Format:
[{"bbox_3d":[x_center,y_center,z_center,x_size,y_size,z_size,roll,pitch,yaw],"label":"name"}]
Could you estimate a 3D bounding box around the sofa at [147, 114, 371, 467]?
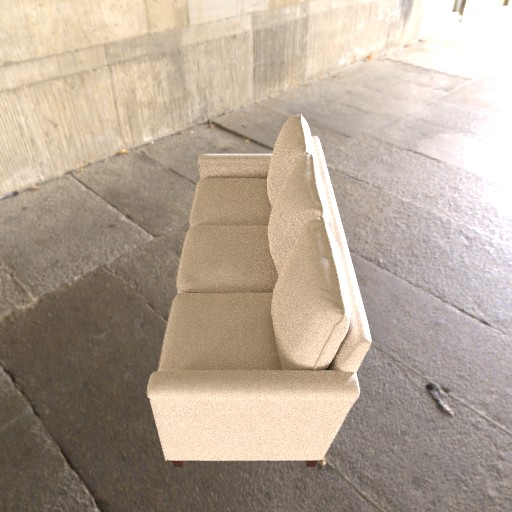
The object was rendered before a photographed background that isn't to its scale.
[{"bbox_3d":[0.000,0.000,2.422,0.828,0.961,1.925,0,39,0],"label":"sofa"}]
